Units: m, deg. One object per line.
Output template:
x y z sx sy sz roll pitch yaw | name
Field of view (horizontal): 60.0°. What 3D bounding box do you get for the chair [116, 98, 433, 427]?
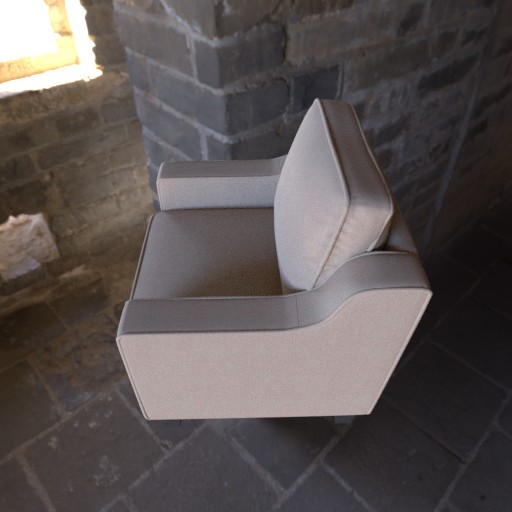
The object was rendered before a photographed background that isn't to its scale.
0.000 0.000 1.638 0.882 0.948 0.922 -1 43 -1 | chair
